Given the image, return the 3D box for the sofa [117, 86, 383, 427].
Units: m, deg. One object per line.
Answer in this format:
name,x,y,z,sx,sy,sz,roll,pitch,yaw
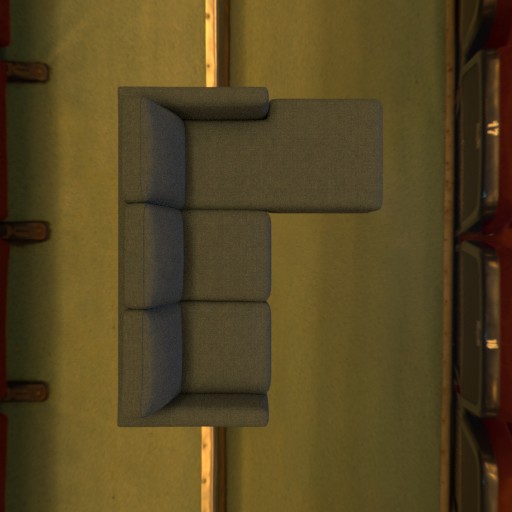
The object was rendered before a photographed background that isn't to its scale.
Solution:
sofa,0.000,0.000,2.877,1.667,0.957,2.055,0,90,0
